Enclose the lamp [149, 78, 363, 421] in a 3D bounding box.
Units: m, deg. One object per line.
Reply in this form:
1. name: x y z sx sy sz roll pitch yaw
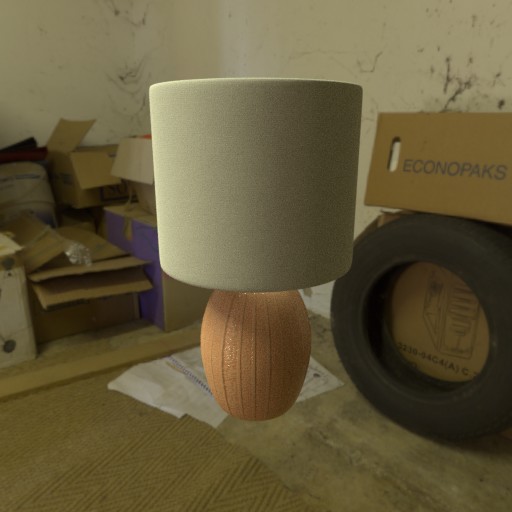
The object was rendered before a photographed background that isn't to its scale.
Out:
1. lamp: 0.000 0.000 0.774 0.329 0.570 0.329 0 16 0
